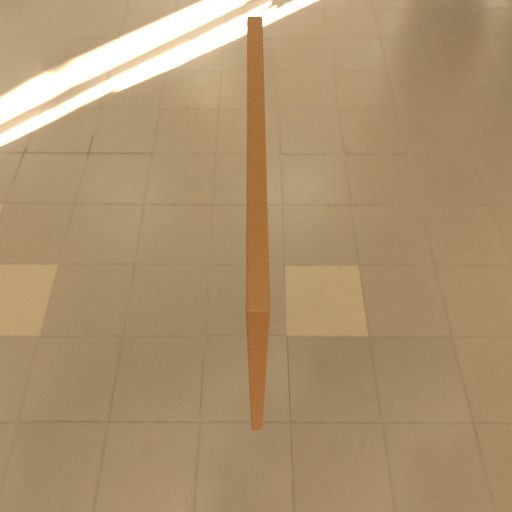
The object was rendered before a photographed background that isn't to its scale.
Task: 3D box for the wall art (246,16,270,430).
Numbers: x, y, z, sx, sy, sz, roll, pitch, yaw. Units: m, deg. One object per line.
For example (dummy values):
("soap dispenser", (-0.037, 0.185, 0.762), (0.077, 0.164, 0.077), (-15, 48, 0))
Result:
("wall art", (0.000, 0.000, 0.507), (0.015, 0.379, 0.310), (0, 59, 0))
